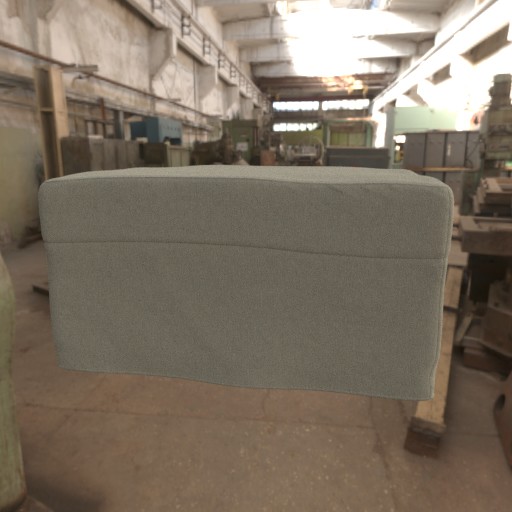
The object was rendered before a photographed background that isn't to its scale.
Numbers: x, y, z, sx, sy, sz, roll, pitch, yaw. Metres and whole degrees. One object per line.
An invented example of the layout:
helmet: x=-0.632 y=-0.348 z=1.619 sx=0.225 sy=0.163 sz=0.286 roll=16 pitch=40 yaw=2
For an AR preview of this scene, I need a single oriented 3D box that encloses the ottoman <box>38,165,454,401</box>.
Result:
ottoman: x=0.000 y=0.000 z=1.191 sx=0.833 sy=0.461 sz=0.648 roll=2 pitch=14 yaw=10
